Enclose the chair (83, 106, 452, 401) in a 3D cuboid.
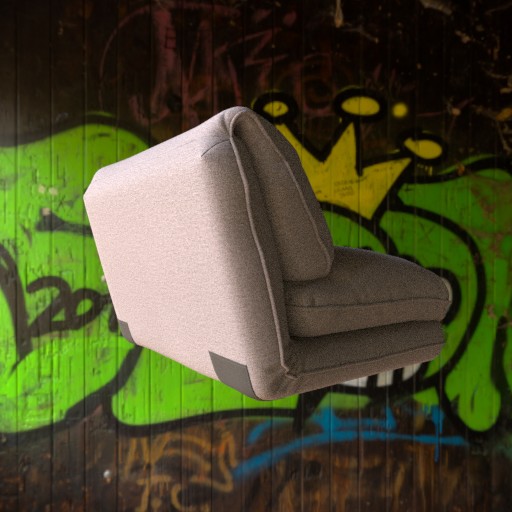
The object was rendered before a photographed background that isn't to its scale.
[{"bbox_3d":[0.000,0.000,1.301,0.780,0.580,0.820,-1,1,-37],"label":"chair"}]
